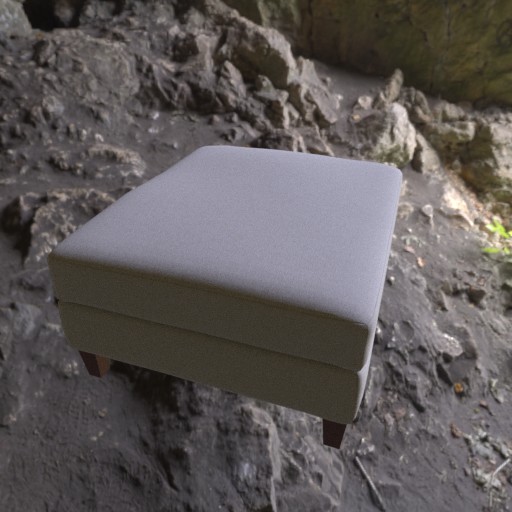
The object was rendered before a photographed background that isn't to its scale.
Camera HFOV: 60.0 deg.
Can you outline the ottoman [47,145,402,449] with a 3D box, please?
[{"bbox_3d":[0.000,0.000,1.476,0.836,0.492,0.976,10,33,16],"label":"ottoman"}]
